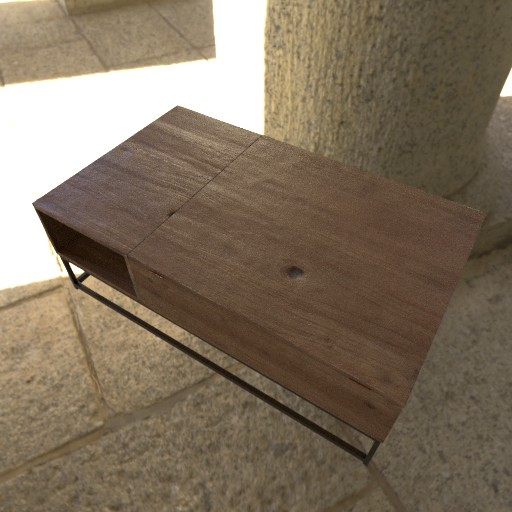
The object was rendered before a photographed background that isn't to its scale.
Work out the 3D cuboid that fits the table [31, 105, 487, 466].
[{"bbox_3d":[0.000,0.000,1.387,1.101,0.395,0.655,25,53,21],"label":"table"}]
